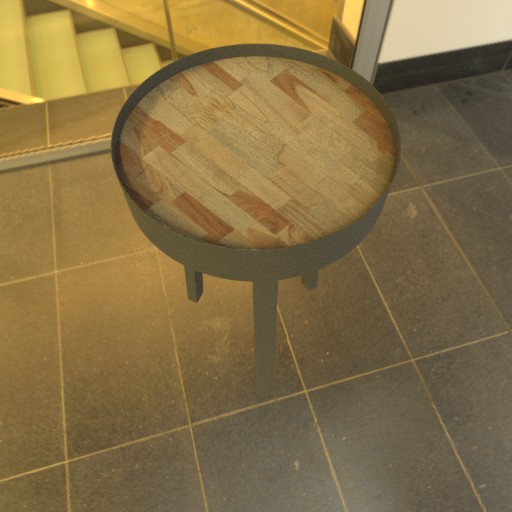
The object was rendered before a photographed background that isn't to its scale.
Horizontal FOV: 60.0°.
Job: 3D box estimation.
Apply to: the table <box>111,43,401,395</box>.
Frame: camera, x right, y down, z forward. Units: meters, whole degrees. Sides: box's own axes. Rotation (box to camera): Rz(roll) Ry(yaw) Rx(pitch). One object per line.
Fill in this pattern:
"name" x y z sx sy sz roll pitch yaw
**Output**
"table" 0.000 0.000 0.921 0.406 0.686 0.406 -31 63 -18
